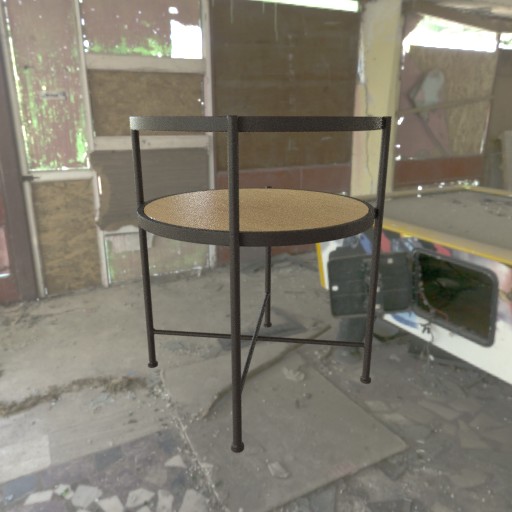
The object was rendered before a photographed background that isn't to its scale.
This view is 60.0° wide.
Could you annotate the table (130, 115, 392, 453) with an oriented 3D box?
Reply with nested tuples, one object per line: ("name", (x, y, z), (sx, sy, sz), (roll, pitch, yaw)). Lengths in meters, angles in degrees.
("table", (0.000, 0.000, 1.139), (0.629, 0.684, 0.628), (2, 17, 7))
